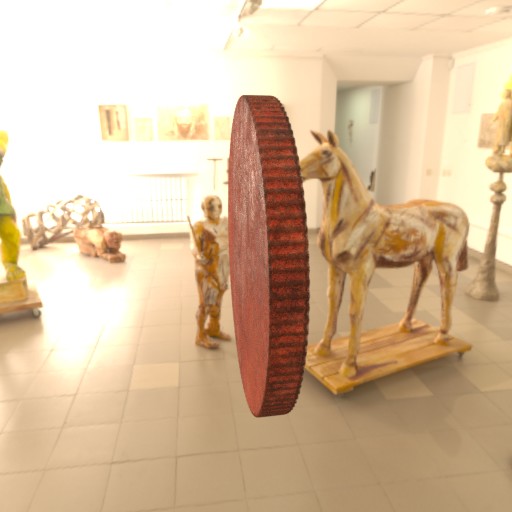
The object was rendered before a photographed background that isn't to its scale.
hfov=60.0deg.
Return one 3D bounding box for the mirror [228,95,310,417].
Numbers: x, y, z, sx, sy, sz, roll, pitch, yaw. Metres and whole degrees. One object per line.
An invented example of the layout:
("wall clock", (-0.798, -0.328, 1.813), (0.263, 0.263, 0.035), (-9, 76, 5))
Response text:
("mirror", (0.000, 0.000, 0.892), (0.056, 0.609, 0.609), (-2, 16, -8))
